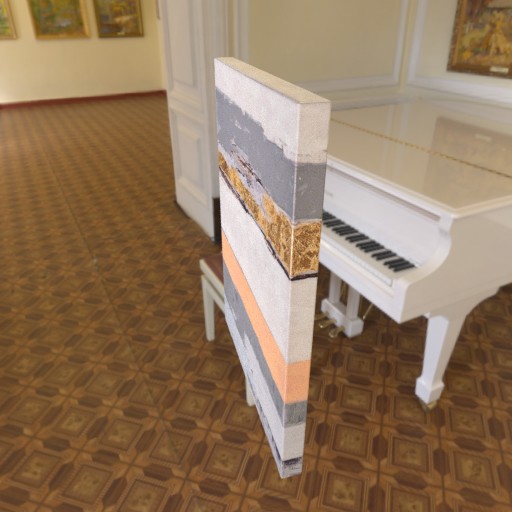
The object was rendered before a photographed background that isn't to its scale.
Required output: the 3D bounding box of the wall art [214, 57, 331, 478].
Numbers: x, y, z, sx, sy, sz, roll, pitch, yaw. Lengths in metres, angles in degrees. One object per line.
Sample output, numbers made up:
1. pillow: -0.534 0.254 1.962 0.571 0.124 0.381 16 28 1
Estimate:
1. wall art: 0.000 0.000 0.791 0.038 0.609 0.456 -8 30 -13
